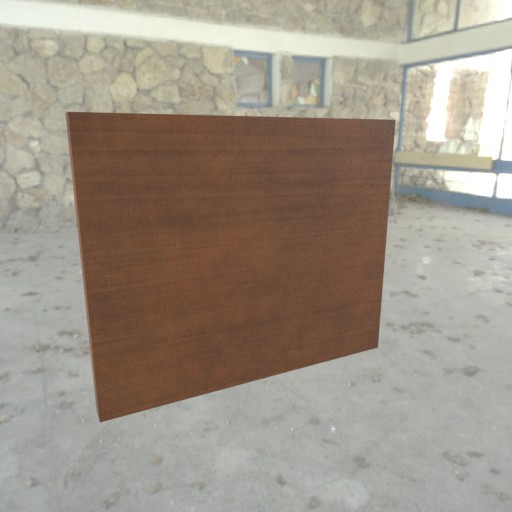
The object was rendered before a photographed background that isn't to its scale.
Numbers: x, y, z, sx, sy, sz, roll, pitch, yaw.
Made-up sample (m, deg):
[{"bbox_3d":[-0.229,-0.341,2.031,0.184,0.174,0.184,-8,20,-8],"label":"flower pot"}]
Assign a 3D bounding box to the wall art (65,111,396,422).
[{"bbox_3d":[0.000,0.000,0.763,0.558,0.457,0.033,-7,17,-26],"label":"wall art"}]
